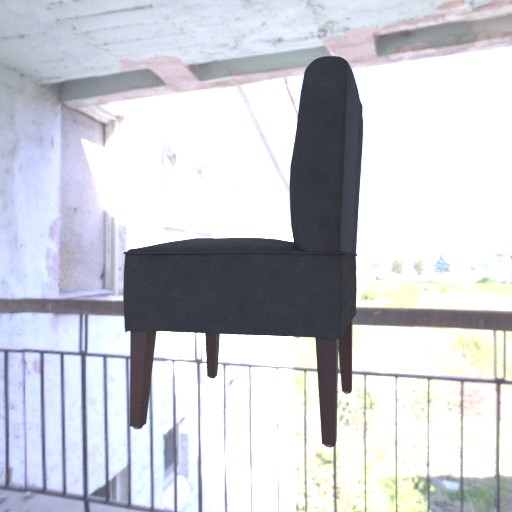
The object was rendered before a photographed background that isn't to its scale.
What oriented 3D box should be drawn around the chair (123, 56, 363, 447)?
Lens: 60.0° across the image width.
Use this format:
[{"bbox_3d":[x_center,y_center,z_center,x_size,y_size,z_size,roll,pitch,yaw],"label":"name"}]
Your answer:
[{"bbox_3d":[0.000,0.000,1.187,0.554,0.806,0.521,0,-1,17],"label":"chair"}]
